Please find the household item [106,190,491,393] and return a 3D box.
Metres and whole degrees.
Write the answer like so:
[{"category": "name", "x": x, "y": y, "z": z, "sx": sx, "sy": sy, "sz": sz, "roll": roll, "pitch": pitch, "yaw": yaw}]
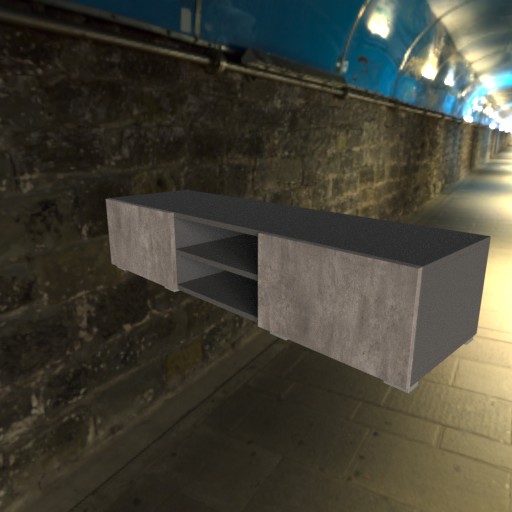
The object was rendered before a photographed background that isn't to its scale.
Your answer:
[{"category": "household item", "x": 0.000, "y": 0.000, "z": 1.588, "sx": 0.420, "sy": 0.310, "sz": 1.400, "roll": -15, "pitch": 21, "yaw": -42}]
